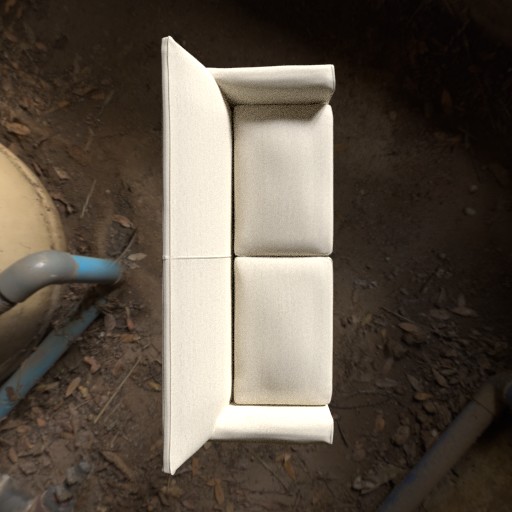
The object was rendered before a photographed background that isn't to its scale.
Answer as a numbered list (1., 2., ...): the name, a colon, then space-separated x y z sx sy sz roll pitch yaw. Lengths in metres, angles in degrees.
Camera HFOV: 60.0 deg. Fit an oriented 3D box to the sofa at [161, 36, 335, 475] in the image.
1. sofa: 0.000 0.000 2.445 0.841 0.907 2.001 0 91 2
